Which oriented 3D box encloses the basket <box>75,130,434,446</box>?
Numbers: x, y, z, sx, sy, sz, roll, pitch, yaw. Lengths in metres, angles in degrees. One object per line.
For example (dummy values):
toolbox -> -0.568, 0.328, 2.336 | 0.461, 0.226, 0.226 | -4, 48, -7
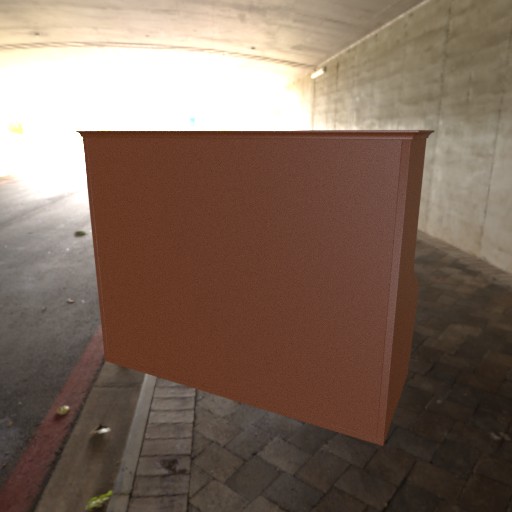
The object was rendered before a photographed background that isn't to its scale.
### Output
basket -> 0.000, 0.000, 1.147 | 0.792, 0.625, 0.376 | 8, 18, 26
